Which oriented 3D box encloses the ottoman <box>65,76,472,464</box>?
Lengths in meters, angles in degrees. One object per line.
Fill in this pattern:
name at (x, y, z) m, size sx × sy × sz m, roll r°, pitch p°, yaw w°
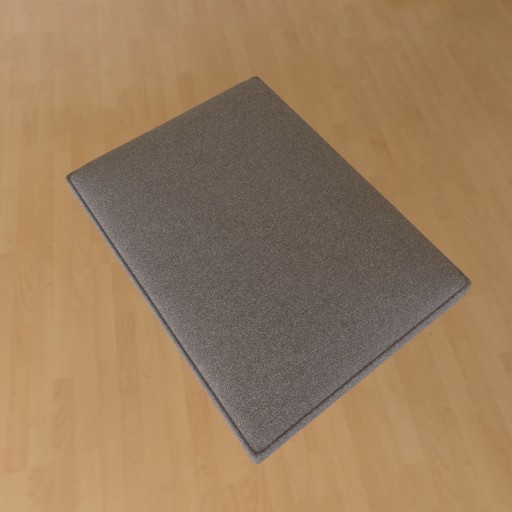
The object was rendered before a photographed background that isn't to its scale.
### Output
ottoman at (0.000, 0.000, 1.132) m, size 0.583 × 0.464 × 0.785 m, roll -33°, pitch 68°, yaw -16°
